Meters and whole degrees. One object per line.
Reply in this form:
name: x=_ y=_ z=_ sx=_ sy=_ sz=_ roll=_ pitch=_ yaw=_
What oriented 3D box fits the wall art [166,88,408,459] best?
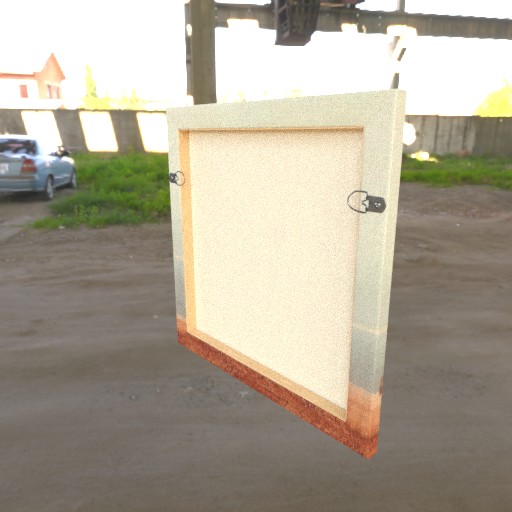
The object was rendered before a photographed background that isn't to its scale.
wall art: x=0.000 y=0.000 z=0.611 sx=0.023 sy=0.405 sz=0.405 roll=-13 pitch=20 yaw=-40
